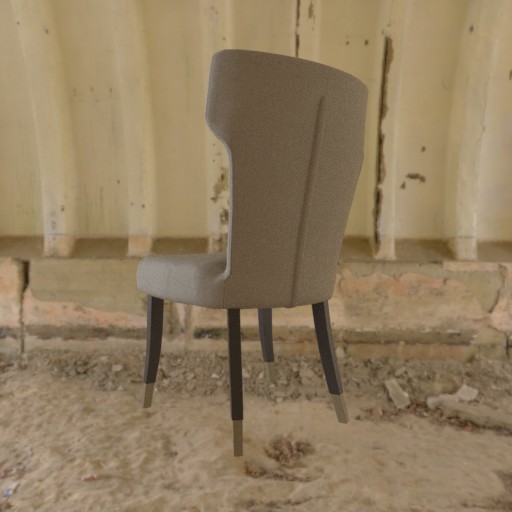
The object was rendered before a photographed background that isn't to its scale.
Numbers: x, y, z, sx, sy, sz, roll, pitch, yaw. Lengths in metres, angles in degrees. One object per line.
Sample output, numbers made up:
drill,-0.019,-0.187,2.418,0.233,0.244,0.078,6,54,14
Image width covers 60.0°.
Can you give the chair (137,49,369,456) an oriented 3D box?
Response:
chair,0.000,0.000,1.318,0.526,0.955,0.630,0,1,-34
